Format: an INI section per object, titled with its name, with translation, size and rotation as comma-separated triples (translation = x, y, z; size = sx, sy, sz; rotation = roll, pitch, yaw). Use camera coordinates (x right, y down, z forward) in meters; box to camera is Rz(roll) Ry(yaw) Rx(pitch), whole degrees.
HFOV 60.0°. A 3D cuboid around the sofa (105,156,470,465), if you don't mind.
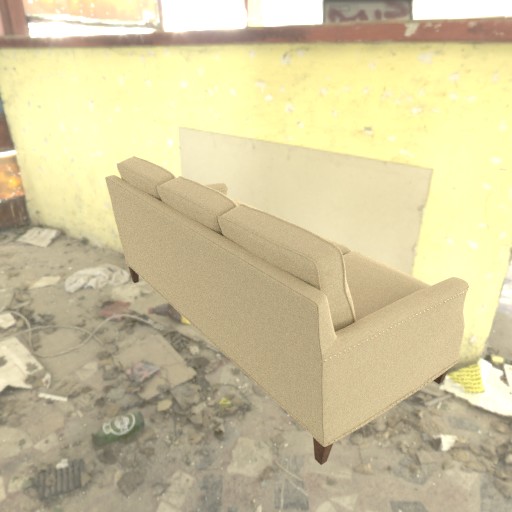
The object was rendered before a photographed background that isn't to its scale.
[sofa]
translation = 0.000, 0.000, 2.750
size = 1.084, 1.003, 2.246
rotation = -17, 30, -33
